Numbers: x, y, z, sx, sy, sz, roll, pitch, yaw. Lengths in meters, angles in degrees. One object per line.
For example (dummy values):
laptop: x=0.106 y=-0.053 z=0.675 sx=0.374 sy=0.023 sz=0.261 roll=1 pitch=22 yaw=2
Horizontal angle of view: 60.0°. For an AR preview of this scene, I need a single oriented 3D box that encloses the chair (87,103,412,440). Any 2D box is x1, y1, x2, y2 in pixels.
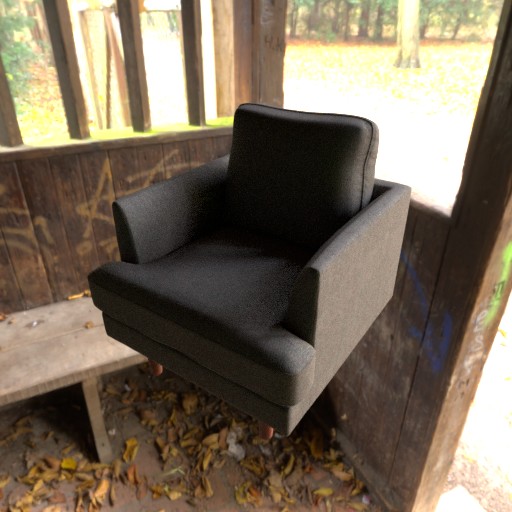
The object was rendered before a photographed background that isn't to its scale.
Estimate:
chair: x=0.000 y=0.000 z=1.642 sx=0.858 sy=0.957 sz=0.899 roll=19 pitch=35 yaw=30
